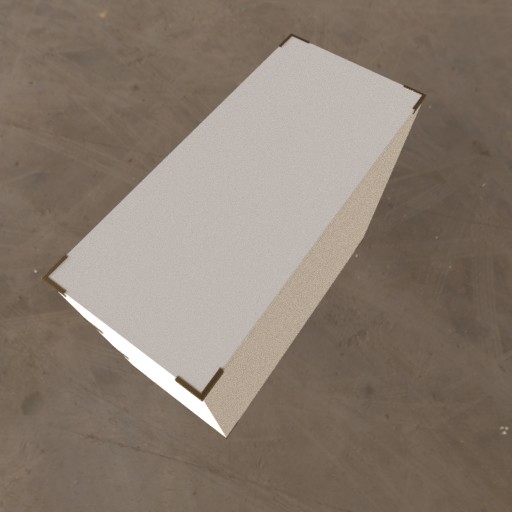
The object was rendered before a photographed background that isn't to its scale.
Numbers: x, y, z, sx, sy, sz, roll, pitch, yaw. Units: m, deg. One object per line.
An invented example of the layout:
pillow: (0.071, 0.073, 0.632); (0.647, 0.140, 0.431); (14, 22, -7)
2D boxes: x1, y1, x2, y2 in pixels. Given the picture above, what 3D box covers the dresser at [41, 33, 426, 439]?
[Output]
dresser: (0.000, 0.000, 1.520); (0.460, 0.891, 1.022); (32, 67, 15)
